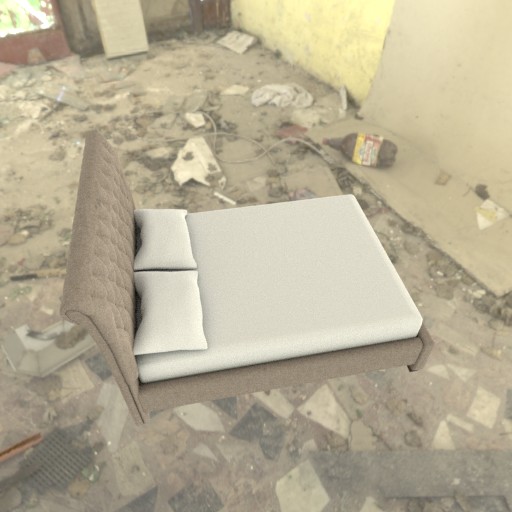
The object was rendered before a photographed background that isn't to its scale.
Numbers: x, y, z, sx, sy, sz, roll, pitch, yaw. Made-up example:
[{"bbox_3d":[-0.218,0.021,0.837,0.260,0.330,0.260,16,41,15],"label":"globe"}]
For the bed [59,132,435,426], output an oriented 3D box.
[{"bbox_3d":[0.000,0.000,3.304,2.252,1.371,1.645,-8,46,-8],"label":"bed"}]
